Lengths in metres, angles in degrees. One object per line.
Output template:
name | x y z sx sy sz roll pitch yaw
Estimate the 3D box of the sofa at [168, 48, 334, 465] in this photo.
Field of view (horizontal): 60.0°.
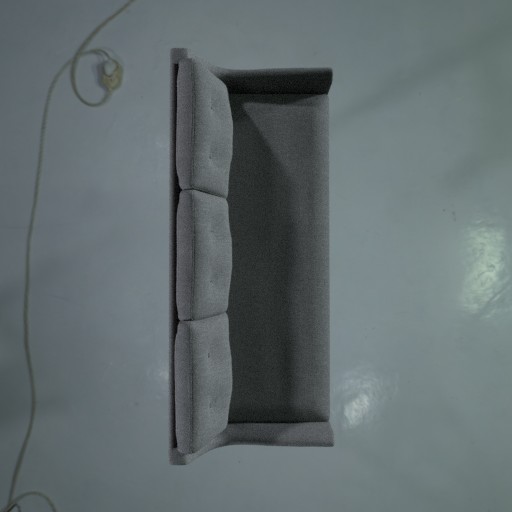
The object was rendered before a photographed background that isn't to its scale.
sofa | 0.000 0.000 2.484 0.849 0.837 2.060 0 89 0
